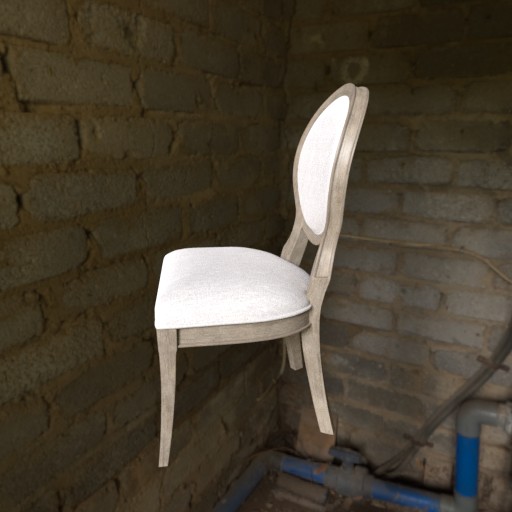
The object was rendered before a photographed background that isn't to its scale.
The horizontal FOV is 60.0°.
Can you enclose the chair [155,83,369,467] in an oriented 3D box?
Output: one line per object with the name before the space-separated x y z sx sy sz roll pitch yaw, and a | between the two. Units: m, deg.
chair | 0.000 0.000 1.344 0.602 0.990 0.558 -2 15 -9
